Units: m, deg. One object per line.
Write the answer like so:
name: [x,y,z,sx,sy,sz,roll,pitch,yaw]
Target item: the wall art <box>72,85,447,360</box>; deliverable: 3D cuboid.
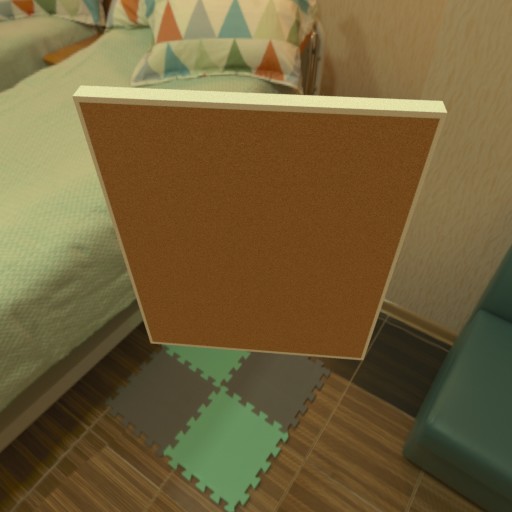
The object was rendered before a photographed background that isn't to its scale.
wall art: [0.000,0.000,0.730,0.443,0.549,0.030,4,47,4]
